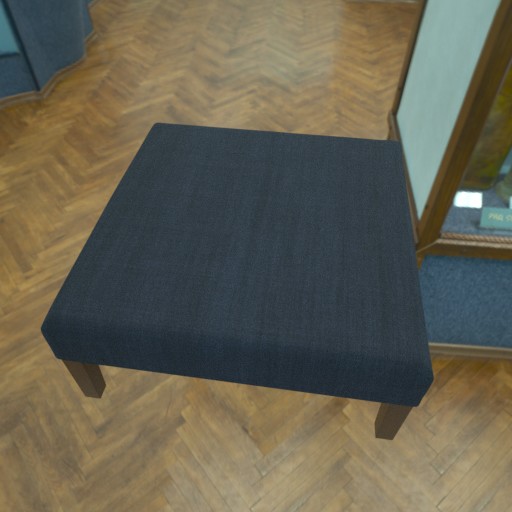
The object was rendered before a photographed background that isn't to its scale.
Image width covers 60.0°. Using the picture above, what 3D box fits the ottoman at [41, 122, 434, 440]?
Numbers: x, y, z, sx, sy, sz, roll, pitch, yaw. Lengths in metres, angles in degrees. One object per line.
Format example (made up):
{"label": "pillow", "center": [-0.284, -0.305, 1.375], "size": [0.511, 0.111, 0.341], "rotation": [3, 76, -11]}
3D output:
{"label": "ottoman", "center": [0.000, 0.000, 1.379], "size": [0.889, 0.411, 0.890], "rotation": [6, 48, 6]}
